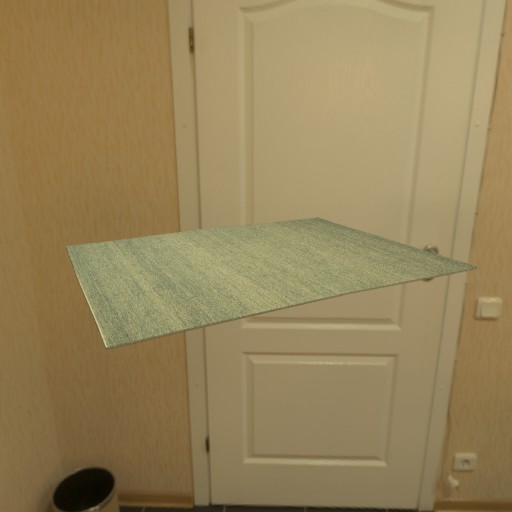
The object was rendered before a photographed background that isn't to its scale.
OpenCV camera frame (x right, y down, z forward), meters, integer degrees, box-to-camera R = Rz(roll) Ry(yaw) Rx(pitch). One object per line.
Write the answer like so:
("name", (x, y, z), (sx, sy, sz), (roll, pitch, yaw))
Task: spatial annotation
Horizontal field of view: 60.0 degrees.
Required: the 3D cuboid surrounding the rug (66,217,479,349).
("rug", (0.000, 0.000, 4.306), (3.237, 0.046, 2.461), (-8, 19, -26))
